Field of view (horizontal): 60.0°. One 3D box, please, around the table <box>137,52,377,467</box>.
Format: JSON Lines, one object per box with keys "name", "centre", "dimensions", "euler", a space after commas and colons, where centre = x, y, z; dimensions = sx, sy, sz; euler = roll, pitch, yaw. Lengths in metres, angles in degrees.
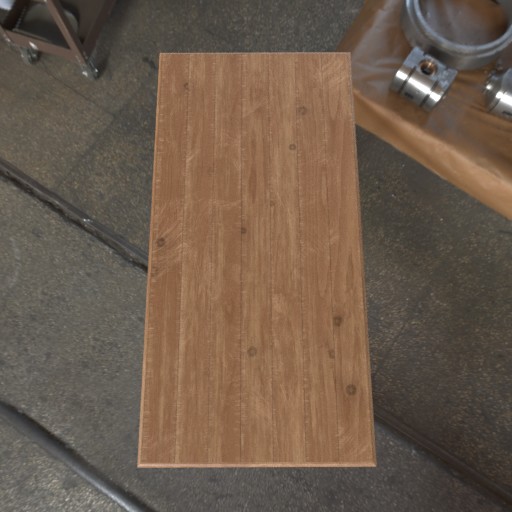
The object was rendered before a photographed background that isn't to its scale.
{"name": "table", "centre": [0.000, 0.000, 1.375], "dimensions": [0.559, 0.458, 1.118], "euler": [0, 77, 0]}
